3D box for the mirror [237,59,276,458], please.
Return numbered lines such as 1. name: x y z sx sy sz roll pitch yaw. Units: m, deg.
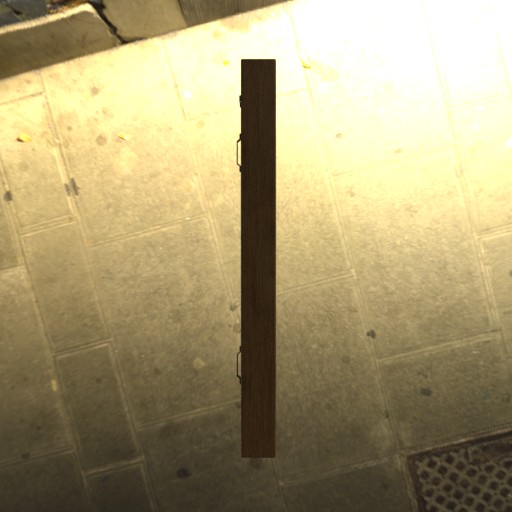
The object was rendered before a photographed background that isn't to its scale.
1. mirror: 0.000 0.000 0.703 0.041 0.508 0.405 0 91 0
